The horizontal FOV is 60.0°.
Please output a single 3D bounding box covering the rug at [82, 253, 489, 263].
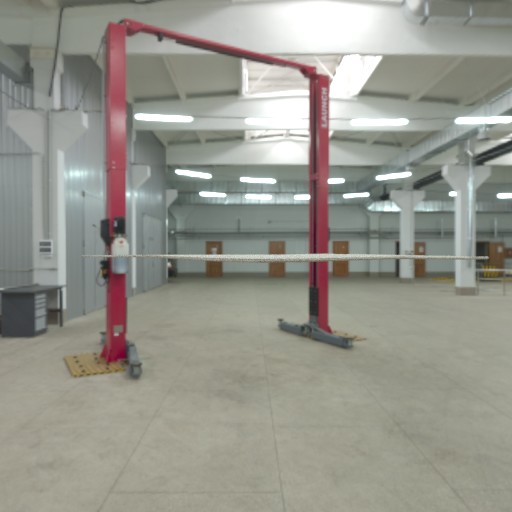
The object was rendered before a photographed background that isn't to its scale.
[{"bbox_3d":[0.000,0.000,2.925,1.624,0.030,2.264,0,1,-36],"label":"rug"}]
